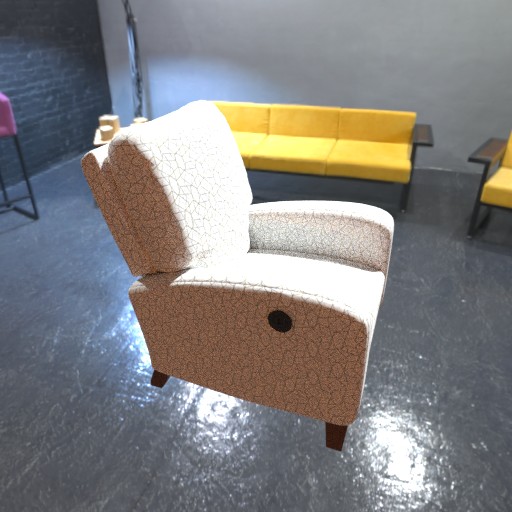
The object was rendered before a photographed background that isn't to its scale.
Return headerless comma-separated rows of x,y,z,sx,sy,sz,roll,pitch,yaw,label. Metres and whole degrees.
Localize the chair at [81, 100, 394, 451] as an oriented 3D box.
0.000,0.000,1.761,0.995,1.064,0.796,10,31,18,chair
